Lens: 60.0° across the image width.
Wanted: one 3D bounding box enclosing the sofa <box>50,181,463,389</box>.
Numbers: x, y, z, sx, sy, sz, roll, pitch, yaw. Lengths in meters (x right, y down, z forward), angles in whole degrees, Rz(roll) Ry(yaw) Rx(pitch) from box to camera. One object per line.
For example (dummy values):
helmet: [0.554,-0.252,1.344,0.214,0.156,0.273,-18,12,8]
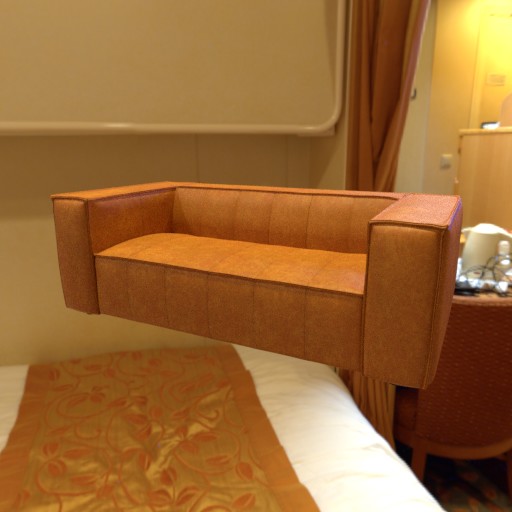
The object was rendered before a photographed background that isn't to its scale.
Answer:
sofa: [0.000,0.000,2.531,2.088,0.703,1.102,7,16,26]
